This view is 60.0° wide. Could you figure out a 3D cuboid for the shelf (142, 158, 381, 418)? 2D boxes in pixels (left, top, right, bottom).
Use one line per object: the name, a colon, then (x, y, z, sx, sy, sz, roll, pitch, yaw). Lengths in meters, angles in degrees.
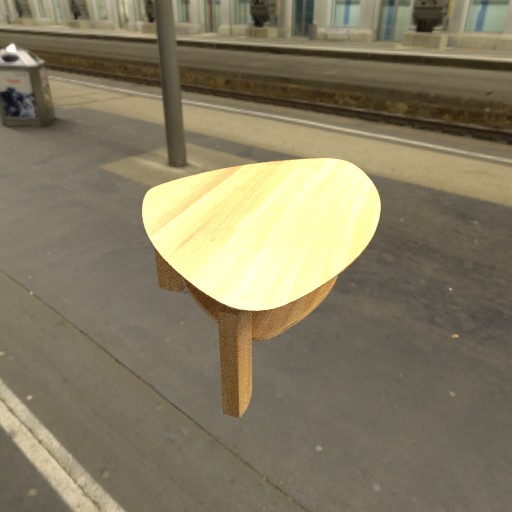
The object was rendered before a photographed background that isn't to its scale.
shelf: (0.000, 0.000, 1.703, 0.863, 0.439, 1.240, 9, 31, 16)
